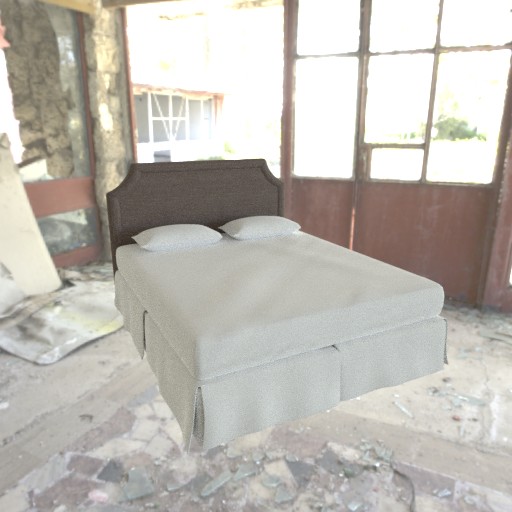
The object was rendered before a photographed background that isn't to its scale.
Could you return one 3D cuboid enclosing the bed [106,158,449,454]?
[{"bbox_3d":[0.000,0.000,4.201,2.350,1.590,2.773,-8,19,-26],"label":"bed"}]
